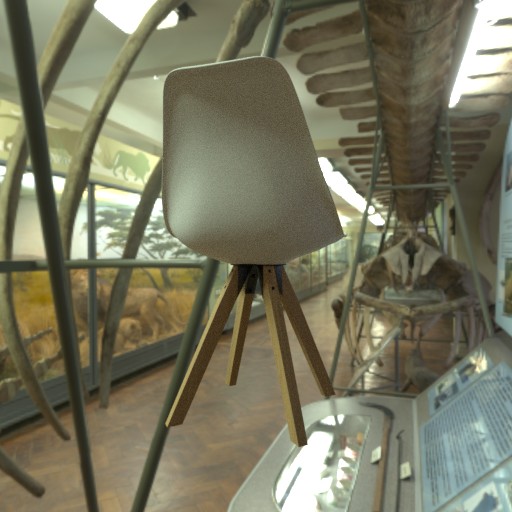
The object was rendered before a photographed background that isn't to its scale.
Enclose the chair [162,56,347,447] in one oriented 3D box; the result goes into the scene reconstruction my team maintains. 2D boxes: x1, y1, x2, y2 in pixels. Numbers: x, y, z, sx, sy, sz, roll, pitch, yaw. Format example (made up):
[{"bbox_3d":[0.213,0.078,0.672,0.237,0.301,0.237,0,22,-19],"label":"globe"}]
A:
[{"bbox_3d":[0.000,0.000,1.212,0.485,0.849,0.550,0,0,19],"label":"chair"}]
